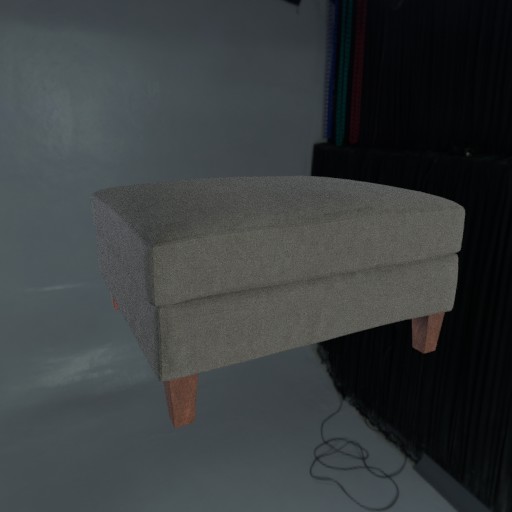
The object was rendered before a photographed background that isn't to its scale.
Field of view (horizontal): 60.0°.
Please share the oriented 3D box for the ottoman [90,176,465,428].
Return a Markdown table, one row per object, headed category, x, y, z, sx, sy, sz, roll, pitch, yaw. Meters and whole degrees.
| category | x | y | z | sx | sy | sz | roll | pitch | yaw |
| --- | --- | --- | --- | --- | --- | --- | --- | --- | --- |
| ottoman | 0.000 | 0.000 | 1.413 | 0.881 | 0.482 | 0.861 | -8 | 18 | -26 |
